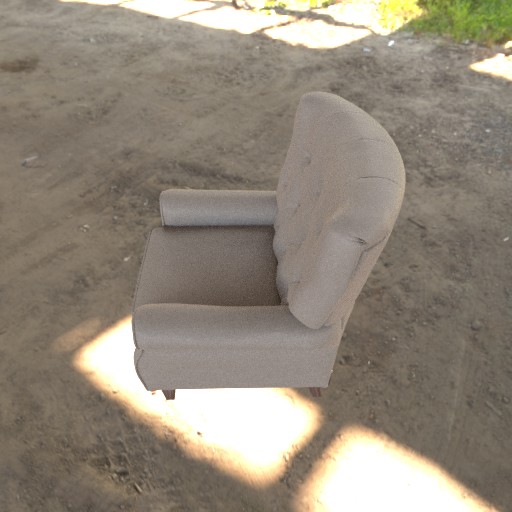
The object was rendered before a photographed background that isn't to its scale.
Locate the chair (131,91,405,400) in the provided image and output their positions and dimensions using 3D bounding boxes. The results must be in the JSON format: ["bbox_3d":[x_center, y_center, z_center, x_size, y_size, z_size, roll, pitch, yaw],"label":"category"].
[{"bbox_3d":[0.000,0.000,1.934,1.041,1.138,0.999,-1,43,-1],"label":"chair"}]
